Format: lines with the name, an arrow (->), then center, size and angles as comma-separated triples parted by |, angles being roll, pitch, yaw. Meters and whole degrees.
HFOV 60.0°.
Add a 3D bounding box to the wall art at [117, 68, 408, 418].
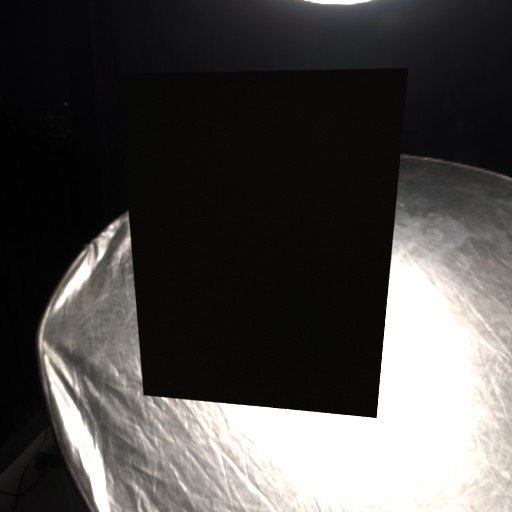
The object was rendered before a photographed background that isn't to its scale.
wall art -> 0.000, 0.000, 0.753 | 0.442, 0.582, 0.013 | 3, 16, 9
